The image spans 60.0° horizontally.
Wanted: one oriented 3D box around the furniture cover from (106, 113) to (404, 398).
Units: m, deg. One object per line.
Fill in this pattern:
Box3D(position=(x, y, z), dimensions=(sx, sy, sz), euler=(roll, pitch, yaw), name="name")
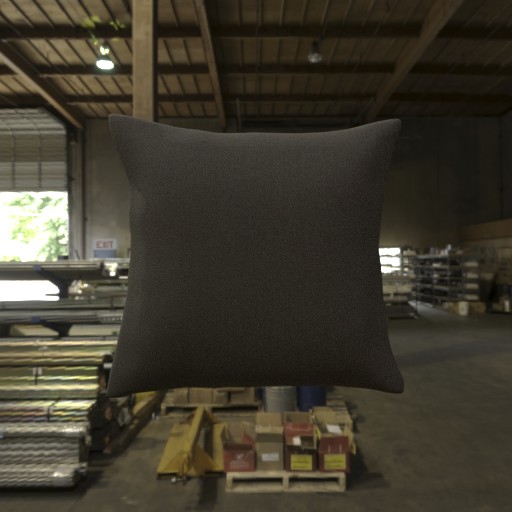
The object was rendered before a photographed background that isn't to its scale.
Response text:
Box3D(position=(0.000, 0.000, 0.783), dimensions=(0.525, 0.498, 0.180), euler=(0, -1, -1), name="furniture cover")
